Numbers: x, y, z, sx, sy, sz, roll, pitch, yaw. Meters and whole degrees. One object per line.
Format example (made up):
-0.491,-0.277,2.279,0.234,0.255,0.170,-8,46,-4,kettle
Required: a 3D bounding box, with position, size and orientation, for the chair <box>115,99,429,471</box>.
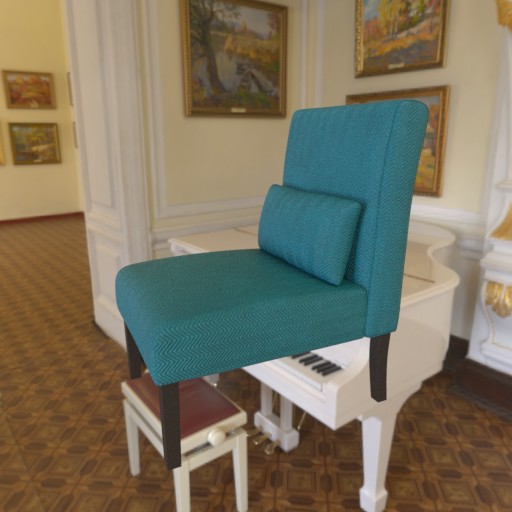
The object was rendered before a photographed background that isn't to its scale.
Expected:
0.000,0.000,1.406,0.808,0.927,0.579,-7,17,-25,chair
